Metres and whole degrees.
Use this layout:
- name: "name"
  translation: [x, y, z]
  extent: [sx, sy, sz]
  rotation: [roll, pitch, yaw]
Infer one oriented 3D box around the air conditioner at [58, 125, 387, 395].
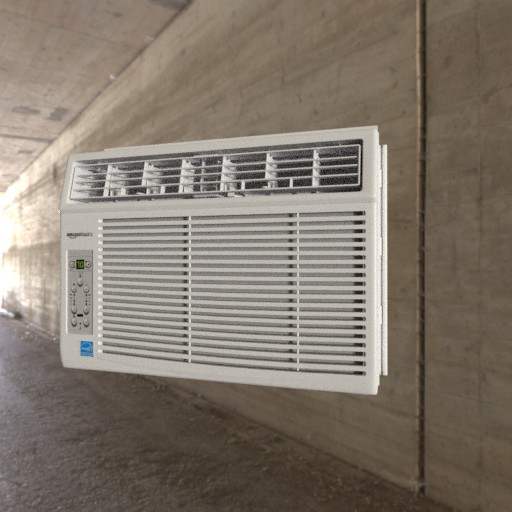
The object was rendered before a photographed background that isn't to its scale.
- name: "air conditioner"
  translation: [0.000, 0.000, 0.879]
  extent: [0.503, 0.388, 0.546]
  rotation: [0, 0, 17]
